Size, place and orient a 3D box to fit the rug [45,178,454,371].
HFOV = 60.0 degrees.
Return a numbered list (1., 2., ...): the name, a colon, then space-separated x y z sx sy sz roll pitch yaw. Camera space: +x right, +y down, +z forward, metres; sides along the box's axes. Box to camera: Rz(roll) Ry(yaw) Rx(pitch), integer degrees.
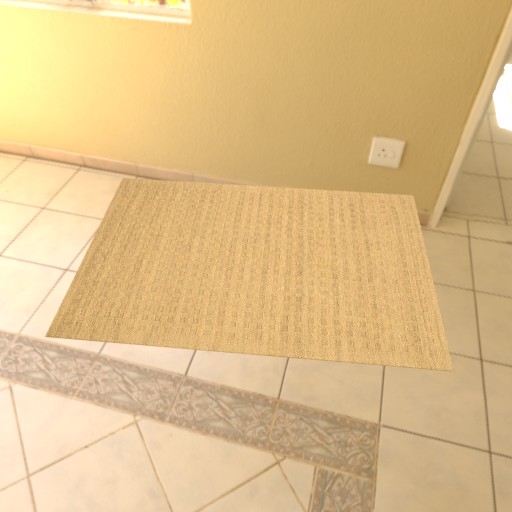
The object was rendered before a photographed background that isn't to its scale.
1. rug: 0.000 0.000 2.279 1.752 0.006 1.142 4 47 4
